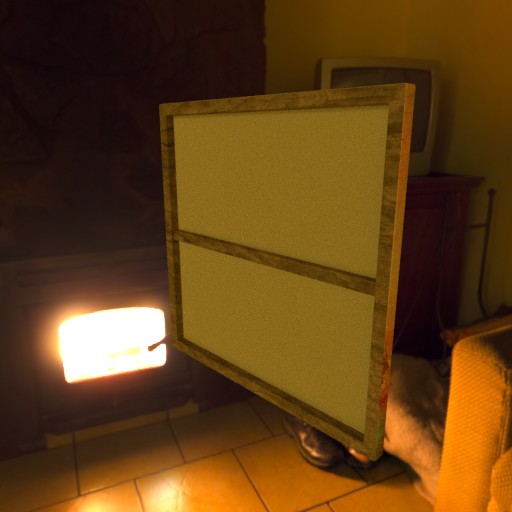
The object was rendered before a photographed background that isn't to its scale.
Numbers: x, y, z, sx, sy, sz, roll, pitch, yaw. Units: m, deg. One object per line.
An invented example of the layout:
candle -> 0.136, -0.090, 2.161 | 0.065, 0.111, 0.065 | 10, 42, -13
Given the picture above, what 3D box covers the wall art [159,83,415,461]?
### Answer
wall art -> 0.000, 0.000, 1.100 | 0.035, 0.747, 0.747 | -15, 21, -43
